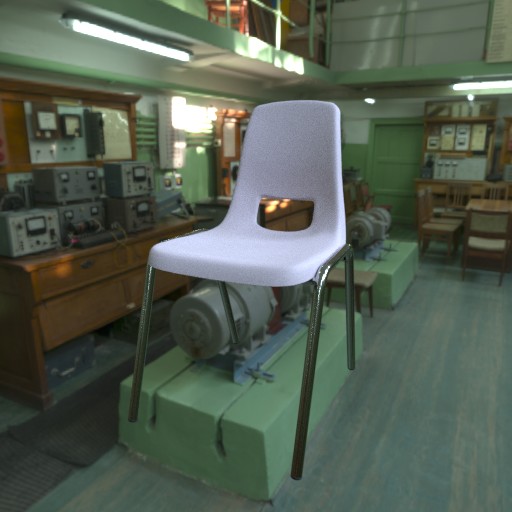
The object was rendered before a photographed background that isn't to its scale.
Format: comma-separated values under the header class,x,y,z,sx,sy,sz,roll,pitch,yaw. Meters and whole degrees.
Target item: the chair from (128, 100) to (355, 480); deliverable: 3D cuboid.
class,x,y,z,sx,sy,sz,roll,pitch,yaw
chair,0.000,0.000,0.938,0.381,0.653,0.436,7,16,25
